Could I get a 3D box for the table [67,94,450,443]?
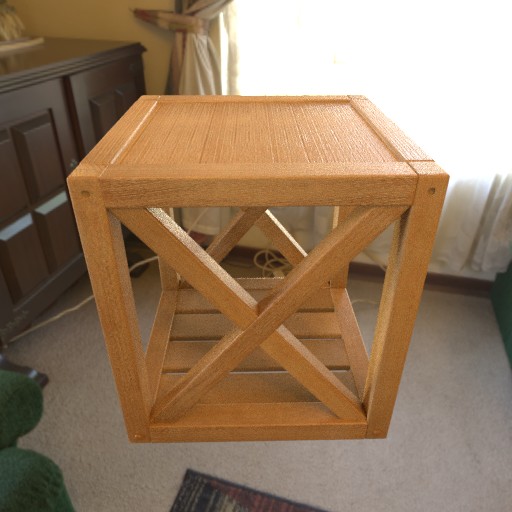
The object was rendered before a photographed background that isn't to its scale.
[{"bbox_3d":[0.000,0.000,1.033,0.559,0.610,0.558,-1,32,-1],"label":"table"}]
